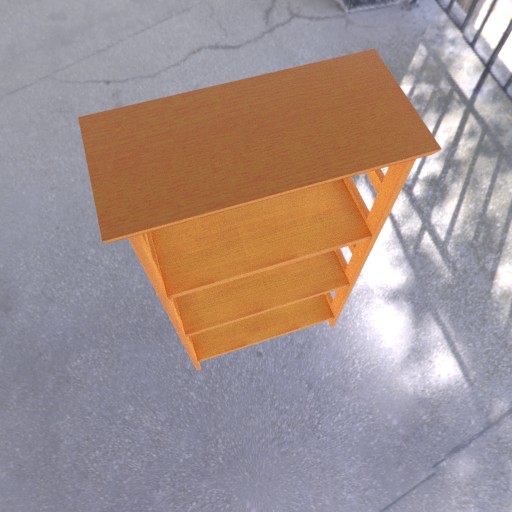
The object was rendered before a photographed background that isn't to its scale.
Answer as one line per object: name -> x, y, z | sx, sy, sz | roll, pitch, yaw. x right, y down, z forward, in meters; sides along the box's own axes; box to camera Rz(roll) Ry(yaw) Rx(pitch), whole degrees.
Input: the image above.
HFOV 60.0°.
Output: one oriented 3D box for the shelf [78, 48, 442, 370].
shelf -> 0.000, 0.000, 1.354 | 0.660, 1.067, 0.305 | -16, 64, -8
